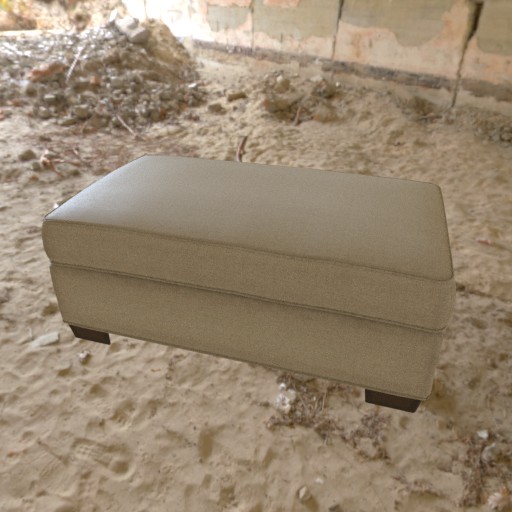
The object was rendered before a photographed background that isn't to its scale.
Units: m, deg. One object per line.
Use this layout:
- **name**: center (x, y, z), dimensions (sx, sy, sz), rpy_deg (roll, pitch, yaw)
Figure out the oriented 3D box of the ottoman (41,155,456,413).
- **ottoman**: center (0.000, 0.000, 1.417), dimensions (1.097, 0.461, 0.617), rpy_deg (9, 32, 14)
